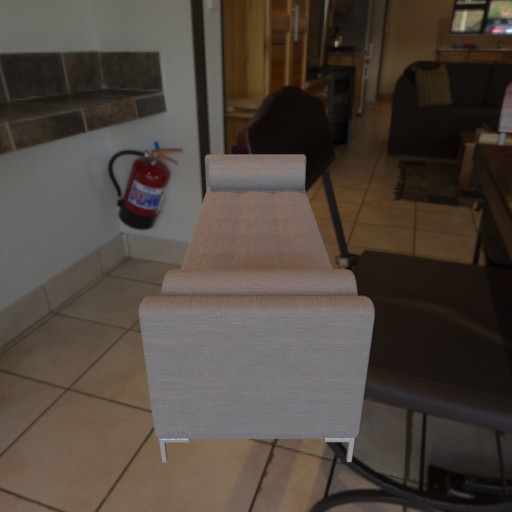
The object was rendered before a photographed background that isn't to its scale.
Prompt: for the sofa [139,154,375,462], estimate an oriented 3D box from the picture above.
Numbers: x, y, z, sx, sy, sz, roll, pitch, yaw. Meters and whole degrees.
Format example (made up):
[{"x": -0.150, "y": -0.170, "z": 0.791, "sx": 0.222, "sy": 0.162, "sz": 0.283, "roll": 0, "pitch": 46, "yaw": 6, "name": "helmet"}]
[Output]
[{"x": 0.000, "y": 0.000, "z": 2.278, "sx": 0.686, "sy": 0.635, "sz": 1.981, "roll": 0, "pitch": 25, "yaw": 0, "name": "sofa"}]
